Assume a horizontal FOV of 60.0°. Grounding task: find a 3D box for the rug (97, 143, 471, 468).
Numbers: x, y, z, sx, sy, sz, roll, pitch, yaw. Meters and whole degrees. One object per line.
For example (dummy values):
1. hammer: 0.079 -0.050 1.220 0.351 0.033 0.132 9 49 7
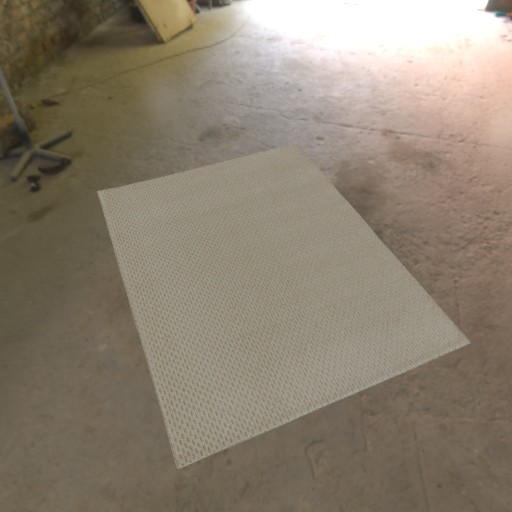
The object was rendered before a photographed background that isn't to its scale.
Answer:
1. rug: 0.000 0.000 3.916 2.277 0.035 2.897 -17 50 -15
